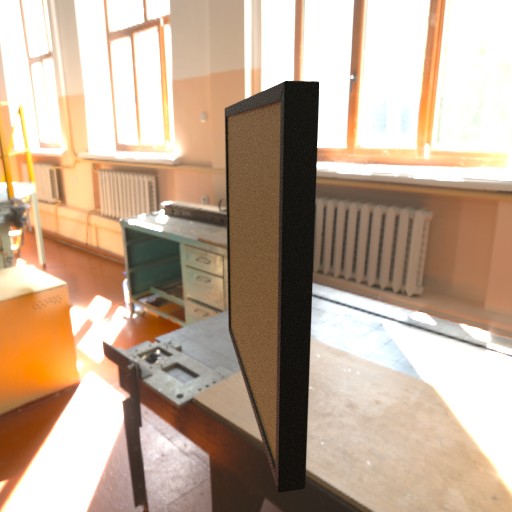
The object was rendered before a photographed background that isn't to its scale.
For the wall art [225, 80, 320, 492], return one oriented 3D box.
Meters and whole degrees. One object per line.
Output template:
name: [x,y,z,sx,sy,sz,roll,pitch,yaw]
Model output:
wall art: [0.000,0.000,0.759,0.037,0.508,0.508,-3,16,-10]
